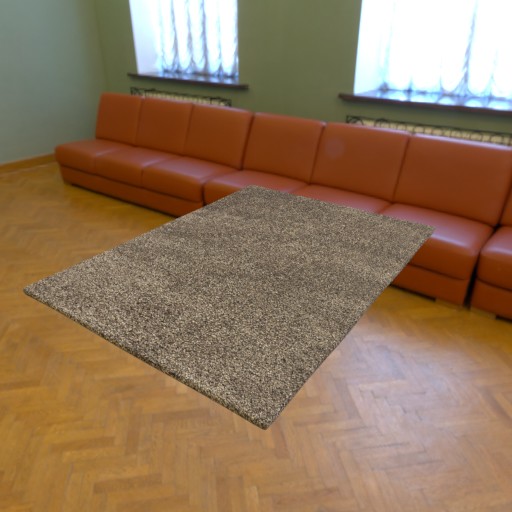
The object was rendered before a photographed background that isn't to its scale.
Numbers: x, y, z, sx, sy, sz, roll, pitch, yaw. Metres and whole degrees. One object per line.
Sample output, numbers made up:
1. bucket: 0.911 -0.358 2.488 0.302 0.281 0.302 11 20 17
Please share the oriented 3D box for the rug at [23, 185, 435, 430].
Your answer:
1. rug: 0.000 0.000 2.076 1.198 0.025 1.601 18 33 31
